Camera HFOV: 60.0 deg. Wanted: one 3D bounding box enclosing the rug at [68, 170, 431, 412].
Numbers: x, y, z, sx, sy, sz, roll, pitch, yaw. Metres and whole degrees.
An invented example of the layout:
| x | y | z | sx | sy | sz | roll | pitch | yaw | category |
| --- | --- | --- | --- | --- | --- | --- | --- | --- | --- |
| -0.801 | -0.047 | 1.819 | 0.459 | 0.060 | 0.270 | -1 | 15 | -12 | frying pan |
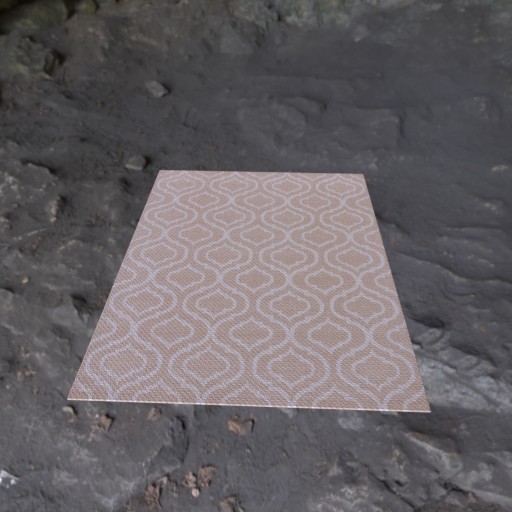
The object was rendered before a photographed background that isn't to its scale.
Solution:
| x | y | z | sx | sy | sz | roll | pitch | yaw | category |
| --- | --- | --- | --- | --- | --- | --- | --- | --- | --- |
| 0.000 | 0.000 | 3.879 | 2.286 | 0.013 | 2.894 | 1 | 41 | 2 | rug |
